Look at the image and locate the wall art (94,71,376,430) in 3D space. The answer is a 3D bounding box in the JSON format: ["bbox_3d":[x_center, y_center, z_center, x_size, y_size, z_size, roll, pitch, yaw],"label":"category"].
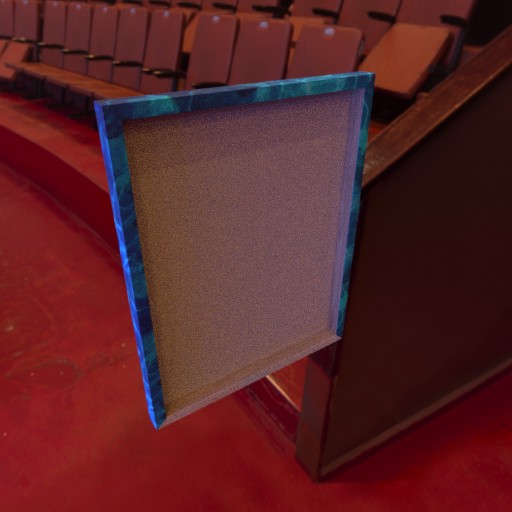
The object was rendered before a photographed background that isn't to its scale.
[{"bbox_3d":[0.000,0.000,0.872,0.508,0.635,0.038,-19,35,-29],"label":"wall art"}]
